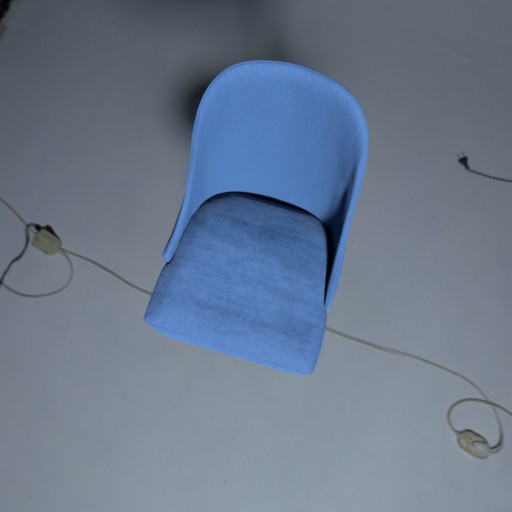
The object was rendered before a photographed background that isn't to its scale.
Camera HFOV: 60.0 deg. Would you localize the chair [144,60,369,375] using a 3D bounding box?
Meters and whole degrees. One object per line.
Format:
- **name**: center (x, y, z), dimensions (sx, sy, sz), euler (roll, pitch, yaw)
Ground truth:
- **chair**: center (0.000, 0.000, 1.231), dimensions (0.478, 0.896, 0.559), euler (17, 75, 5)
